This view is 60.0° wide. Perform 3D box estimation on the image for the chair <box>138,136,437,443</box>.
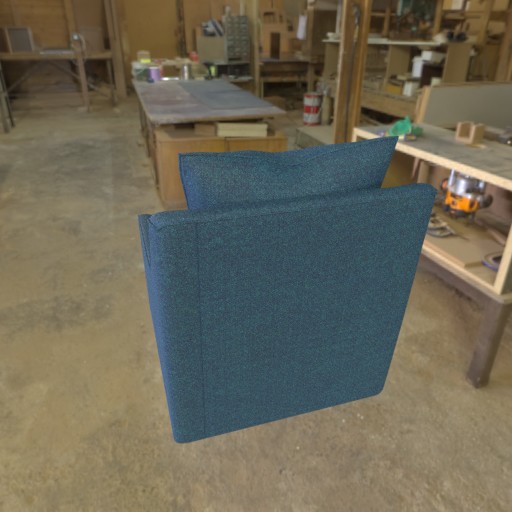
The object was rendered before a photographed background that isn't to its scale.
[{"bbox_3d":[0.000,0.000,1.571,0.750,0.939,0.870,-8,29,-15],"label":"chair"}]
